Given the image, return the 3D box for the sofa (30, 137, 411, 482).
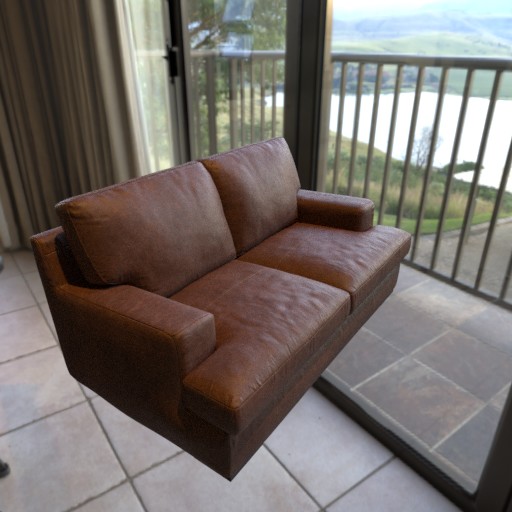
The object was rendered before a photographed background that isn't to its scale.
[{"bbox_3d":[0.000,0.000,2.390,1.143,0.939,1.880,18,31,31],"label":"sofa"}]
